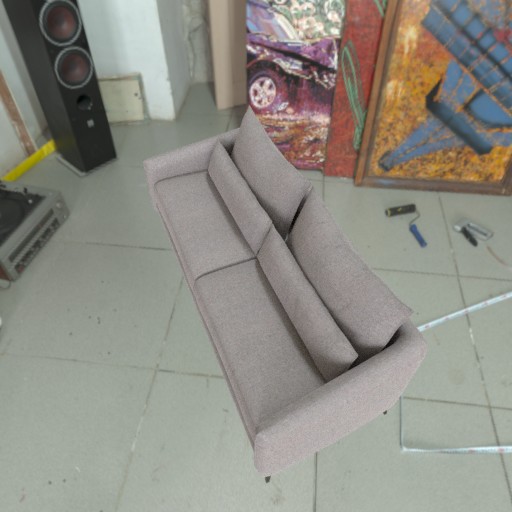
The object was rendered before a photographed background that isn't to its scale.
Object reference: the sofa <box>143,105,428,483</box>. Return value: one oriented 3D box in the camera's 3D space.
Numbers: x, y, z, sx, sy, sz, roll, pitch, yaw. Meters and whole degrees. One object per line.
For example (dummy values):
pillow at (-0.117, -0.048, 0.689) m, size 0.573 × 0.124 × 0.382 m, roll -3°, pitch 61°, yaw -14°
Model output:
sofa at (0.000, 0.000, 2.473) m, size 0.809 × 0.833 × 2.022 m, roll -17°, pitch 50°, yaw -15°
